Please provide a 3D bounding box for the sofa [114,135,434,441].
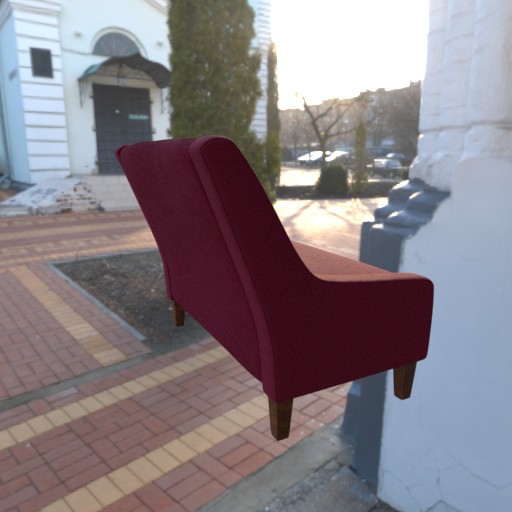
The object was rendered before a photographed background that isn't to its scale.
[{"bbox_3d":[0.000,0.000,1.953,0.946,0.976,1.242,-6,14,-26],"label":"sofa"}]
